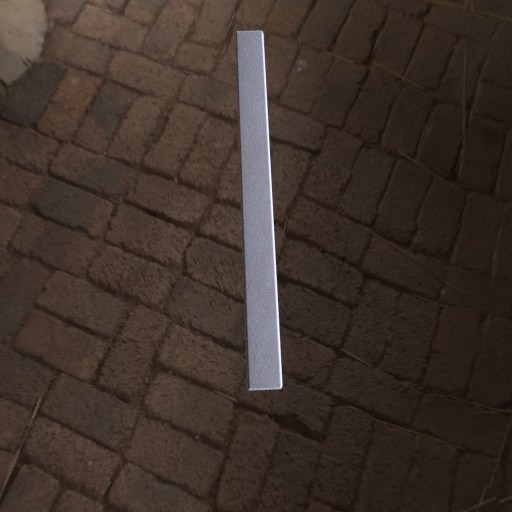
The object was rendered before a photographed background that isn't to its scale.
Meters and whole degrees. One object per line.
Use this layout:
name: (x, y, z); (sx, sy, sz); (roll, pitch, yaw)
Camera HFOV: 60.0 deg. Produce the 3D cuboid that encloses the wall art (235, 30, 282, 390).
wall art: (0.000, 0.000, 0.822); (0.038, 0.609, 0.456); (-2, 75, -1)
